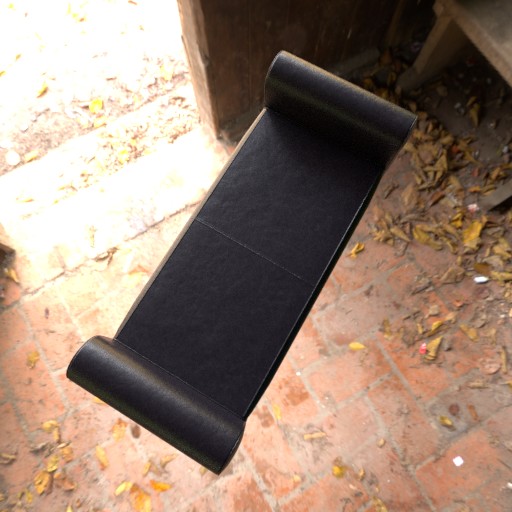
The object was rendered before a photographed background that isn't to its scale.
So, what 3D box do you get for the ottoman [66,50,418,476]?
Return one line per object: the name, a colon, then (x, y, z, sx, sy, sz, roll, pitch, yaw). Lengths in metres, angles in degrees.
ottoman: (0.000, 0.000, 1.565, 0.521, 0.547, 1.256, 29, 77, 8)
